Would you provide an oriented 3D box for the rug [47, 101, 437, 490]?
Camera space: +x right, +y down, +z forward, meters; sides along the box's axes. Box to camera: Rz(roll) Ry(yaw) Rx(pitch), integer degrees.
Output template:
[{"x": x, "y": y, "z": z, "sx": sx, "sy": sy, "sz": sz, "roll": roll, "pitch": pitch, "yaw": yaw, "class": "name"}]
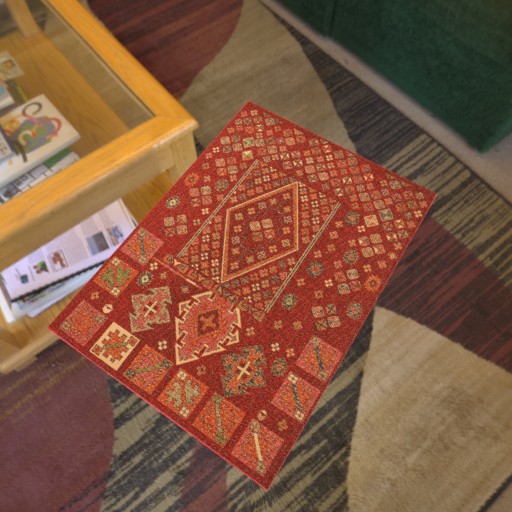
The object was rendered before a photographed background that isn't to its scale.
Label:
[{"x": 0.000, "y": 0.000, "z": 4.345, "sx": 2.389, "sy": 0.011, "sz": 3.306, "roll": 31, "pitch": 68, "yaw": 14, "class": "rug"}]
